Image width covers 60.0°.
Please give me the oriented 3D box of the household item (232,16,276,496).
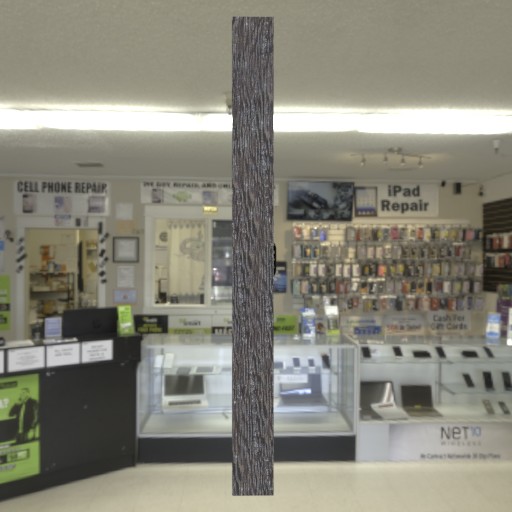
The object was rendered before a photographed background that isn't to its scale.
[{"bbox_3d":[0.000,0.000,0.233,0.020,0.180,0.133,0,0,-1],"label":"household item"}]
